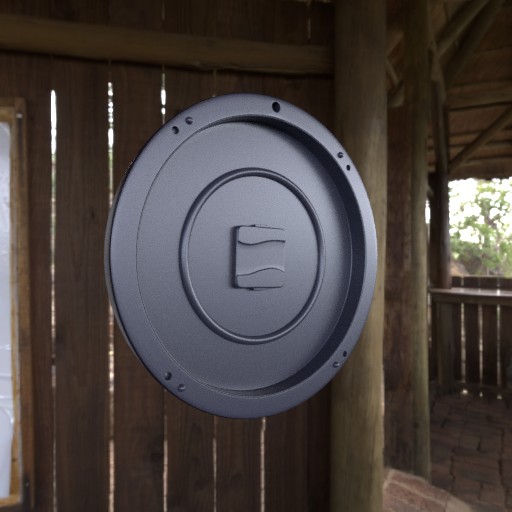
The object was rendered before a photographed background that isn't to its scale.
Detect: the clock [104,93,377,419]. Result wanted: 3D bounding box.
[{"bbox_3d":[0.000,0.000,0.436,0.300,0.300,0.060,0,0,-35],"label":"clock"}]
